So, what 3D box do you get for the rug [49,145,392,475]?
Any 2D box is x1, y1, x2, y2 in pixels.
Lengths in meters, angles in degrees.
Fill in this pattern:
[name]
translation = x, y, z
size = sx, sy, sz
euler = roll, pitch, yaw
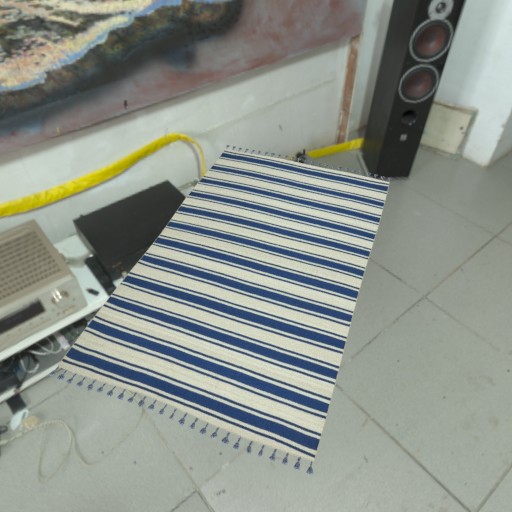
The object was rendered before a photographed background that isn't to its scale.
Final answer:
[rug]
translation = 0.000, 0.000, 2.559
size = 1.248, 0.009, 2.108
euler = 15, 48, 14
